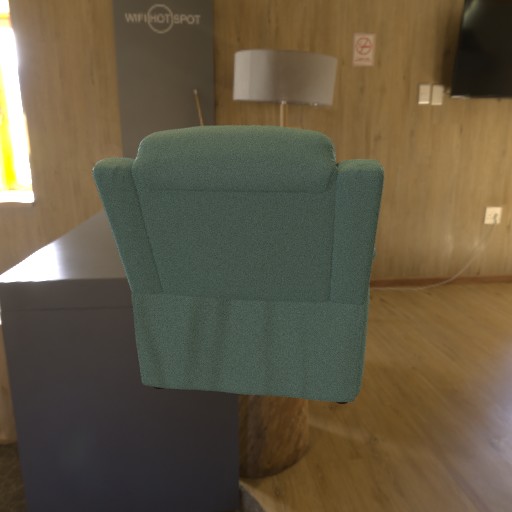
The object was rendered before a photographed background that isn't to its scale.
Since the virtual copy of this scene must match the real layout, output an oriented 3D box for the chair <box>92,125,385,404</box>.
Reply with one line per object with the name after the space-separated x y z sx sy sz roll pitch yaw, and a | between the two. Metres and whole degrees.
0.000 0.000 1.268 0.680 0.702 0.709 2 15 8 | chair
